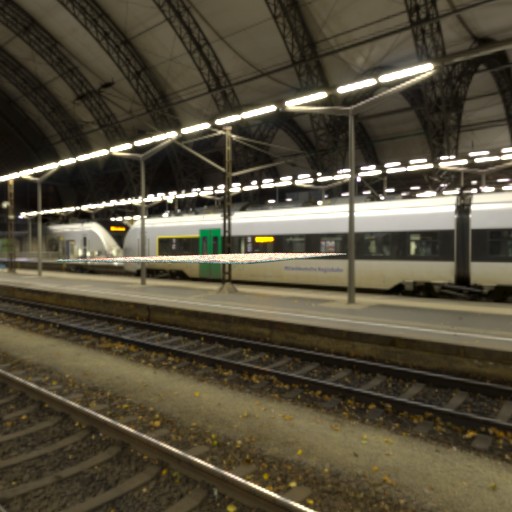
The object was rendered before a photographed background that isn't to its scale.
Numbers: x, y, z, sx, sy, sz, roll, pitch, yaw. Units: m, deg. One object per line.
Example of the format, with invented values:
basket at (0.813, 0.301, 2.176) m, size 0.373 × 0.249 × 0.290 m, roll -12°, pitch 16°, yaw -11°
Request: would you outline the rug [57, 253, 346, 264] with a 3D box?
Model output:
rug at (0.000, 0.000, 2.746) m, size 0.801 × 0.010 × 2.459 m, roll 0°, pitch 1°, yaw 19°
